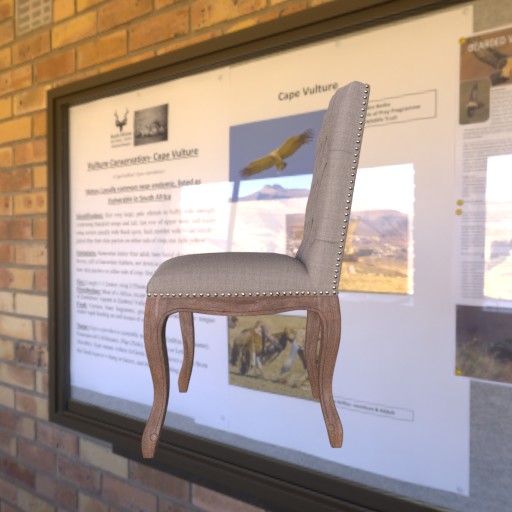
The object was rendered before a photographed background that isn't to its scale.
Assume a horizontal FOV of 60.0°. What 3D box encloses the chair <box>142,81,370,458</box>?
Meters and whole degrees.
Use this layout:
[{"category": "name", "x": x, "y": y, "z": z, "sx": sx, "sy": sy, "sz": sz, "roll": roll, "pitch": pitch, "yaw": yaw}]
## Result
[{"category": "chair", "x": 0.000, "y": 0.000, "z": 1.618, "sx": 0.731, "sy": 1.191, "sz": 0.637, "roll": 0, "pitch": 1, "yaw": 0}]
